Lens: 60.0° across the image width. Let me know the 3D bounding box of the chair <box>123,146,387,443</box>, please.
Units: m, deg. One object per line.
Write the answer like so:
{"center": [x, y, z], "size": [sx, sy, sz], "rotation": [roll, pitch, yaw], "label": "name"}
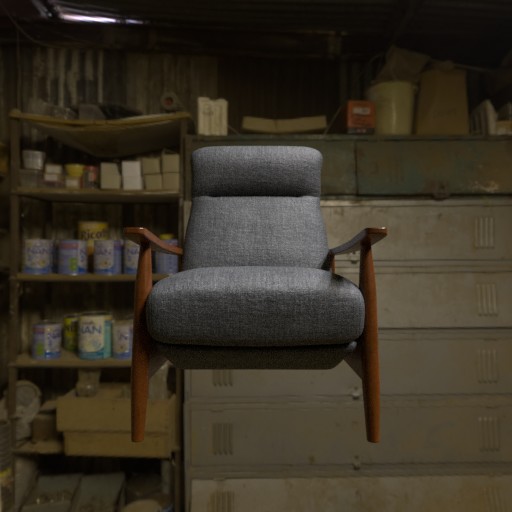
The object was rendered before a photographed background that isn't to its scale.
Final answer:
{"center": [0.000, 0.000, 1.781], "size": [0.762, 1.082, 1.030], "rotation": [0, 1, 0], "label": "chair"}
